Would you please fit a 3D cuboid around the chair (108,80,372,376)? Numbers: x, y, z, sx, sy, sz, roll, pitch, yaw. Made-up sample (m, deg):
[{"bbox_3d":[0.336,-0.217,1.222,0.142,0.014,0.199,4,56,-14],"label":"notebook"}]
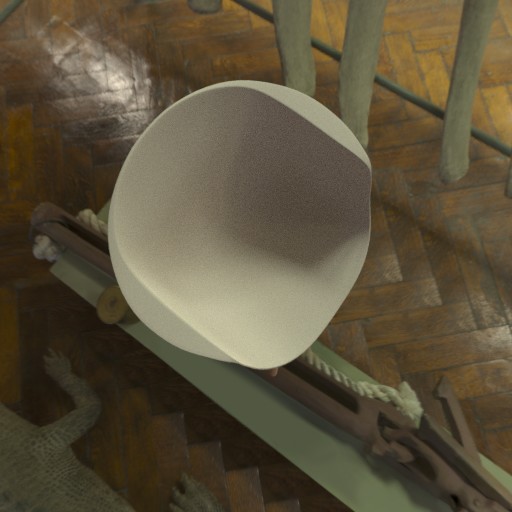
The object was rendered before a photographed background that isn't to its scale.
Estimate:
[{"bbox_3d":[0.000,0.000,1.174,0.504,0.781,0.593,35,78,9],"label":"chair"}]
